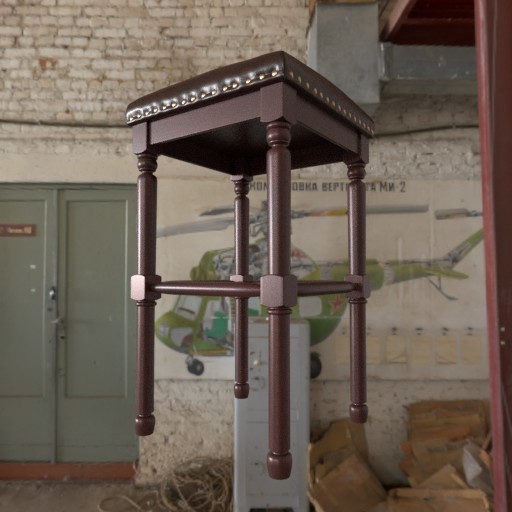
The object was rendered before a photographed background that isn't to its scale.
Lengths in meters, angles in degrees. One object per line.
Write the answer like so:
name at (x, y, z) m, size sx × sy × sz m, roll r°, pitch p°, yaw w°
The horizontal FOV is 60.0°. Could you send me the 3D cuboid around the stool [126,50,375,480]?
stool at (0.000, 0.000, 0.925) m, size 0.382 × 0.702 × 0.383 m, roll -2°, pitch -3°, yaw 36°
